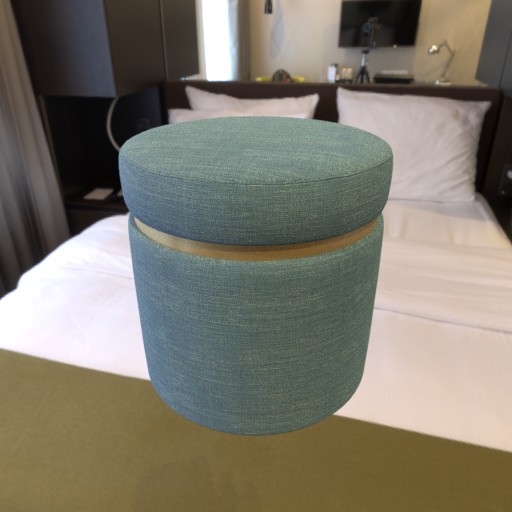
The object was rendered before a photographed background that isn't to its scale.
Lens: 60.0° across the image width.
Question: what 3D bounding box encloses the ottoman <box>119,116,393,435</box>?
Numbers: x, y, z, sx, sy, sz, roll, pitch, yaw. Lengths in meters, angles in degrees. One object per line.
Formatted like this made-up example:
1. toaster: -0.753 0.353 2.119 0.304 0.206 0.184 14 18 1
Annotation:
1. ottoman: 0.000 0.000 0.739 0.398 0.406 0.398 0 27 0
